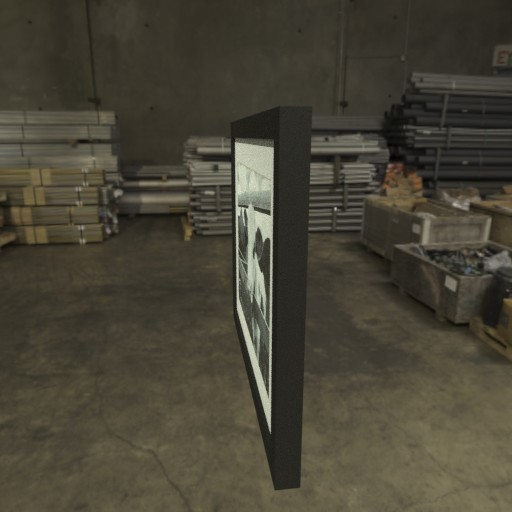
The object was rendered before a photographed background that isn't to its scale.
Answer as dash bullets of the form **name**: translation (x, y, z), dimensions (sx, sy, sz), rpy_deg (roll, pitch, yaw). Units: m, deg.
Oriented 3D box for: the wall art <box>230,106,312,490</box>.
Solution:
- **wall art**: translation (0.000, 0.000, 0.551), dimensions (0.024, 0.329, 0.404), rpy_deg (-2, 15, -8)
